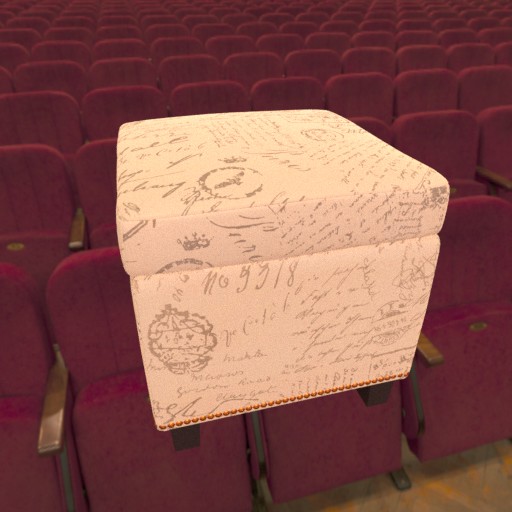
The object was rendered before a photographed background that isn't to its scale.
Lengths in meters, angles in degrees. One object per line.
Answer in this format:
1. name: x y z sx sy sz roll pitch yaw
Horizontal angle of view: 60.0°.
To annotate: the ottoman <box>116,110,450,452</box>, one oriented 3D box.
1. ottoman: 0.000 0.000 0.828 0.449 0.457 0.450 -8 32 -13
